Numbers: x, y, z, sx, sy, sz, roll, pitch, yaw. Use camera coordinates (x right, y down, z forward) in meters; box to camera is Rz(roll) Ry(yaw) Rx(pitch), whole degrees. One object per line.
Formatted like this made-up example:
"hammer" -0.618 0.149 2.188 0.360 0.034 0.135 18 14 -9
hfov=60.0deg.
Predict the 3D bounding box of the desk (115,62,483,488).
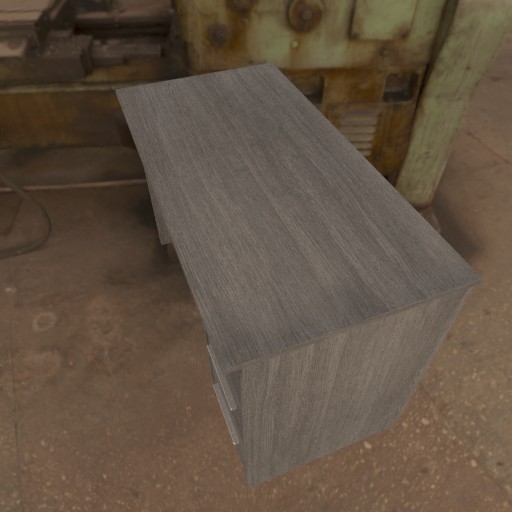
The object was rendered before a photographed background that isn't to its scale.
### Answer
"desk" 0.000 0.000 1.450 0.560 0.735 1.097 -16 49 -15
